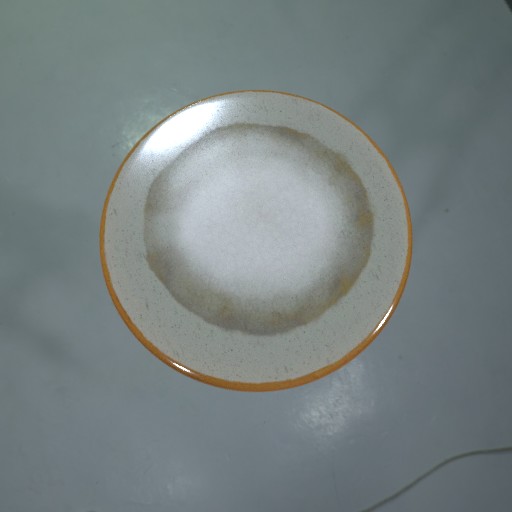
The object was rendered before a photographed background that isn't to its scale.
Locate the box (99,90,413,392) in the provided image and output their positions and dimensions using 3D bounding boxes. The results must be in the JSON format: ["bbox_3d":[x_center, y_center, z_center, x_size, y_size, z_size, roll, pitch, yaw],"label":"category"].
[{"bbox_3d":[0.000,0.000,0.218,0.123,0.100,0.123,0,76,0],"label":"box"}]
